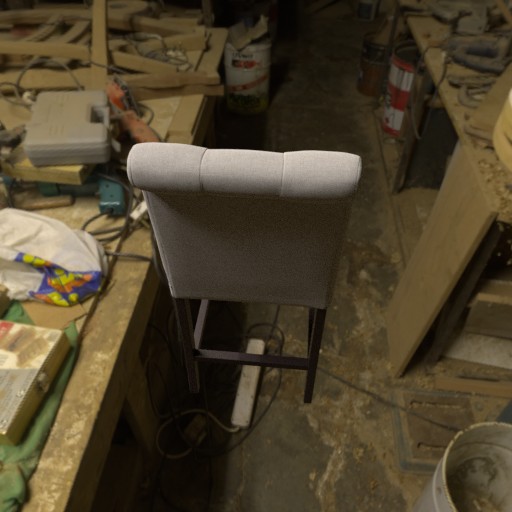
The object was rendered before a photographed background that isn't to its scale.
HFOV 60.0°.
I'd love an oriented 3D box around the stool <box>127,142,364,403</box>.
[{"bbox_3d":[0.000,0.000,1.392,0.493,1.040,0.601,4,45,4],"label":"stool"}]
